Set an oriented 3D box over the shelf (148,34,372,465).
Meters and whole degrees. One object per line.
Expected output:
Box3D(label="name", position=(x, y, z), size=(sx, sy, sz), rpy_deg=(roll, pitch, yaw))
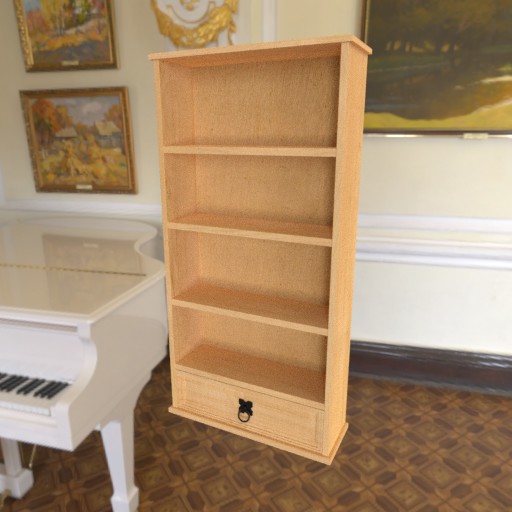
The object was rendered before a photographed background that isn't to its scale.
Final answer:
Box3D(label="shelf", position=(0.000, 0.000, 1.208), size=(0.520, 1.030, 0.175), rpy_deg=(7, 17, 26))
